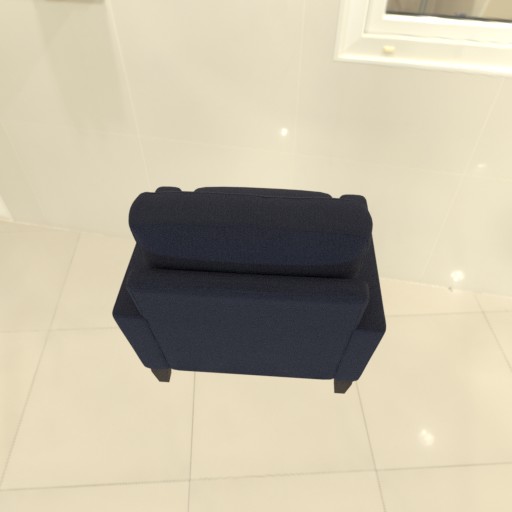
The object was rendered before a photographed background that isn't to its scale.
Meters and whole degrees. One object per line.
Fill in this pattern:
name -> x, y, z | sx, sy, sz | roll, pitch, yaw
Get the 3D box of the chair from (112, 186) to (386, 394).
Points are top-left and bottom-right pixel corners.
chair -> 0.000, 0.000, 1.722 | 0.855, 0.991, 0.897 | 3, 47, 3
